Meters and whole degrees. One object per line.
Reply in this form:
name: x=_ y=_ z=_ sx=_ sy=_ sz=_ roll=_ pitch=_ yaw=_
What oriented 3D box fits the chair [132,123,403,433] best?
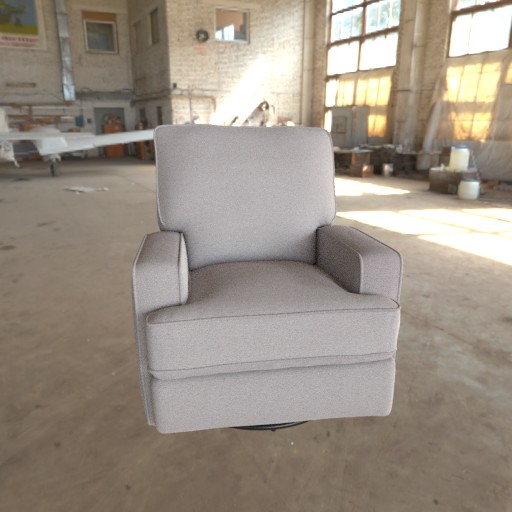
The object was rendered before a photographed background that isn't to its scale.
chair: x=0.000 y=0.000 z=1.686 sx=0.861 sy=0.964 sz=0.969 roll=-2 pitch=17 yaw=-8
